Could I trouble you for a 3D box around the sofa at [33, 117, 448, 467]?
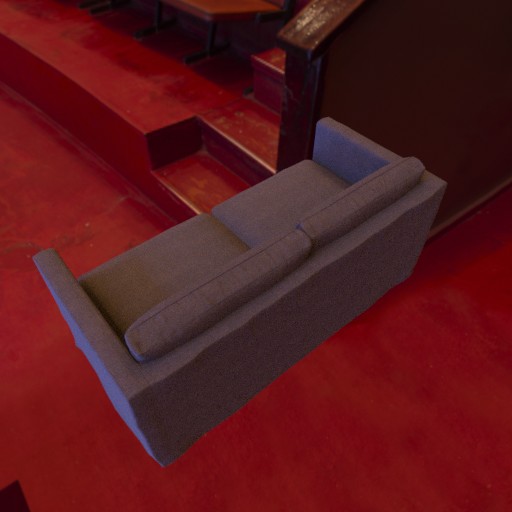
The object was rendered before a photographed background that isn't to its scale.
[{"bbox_3d":[0.000,0.000,2.432,1.982,0.855,0.953,-31,54,-26],"label":"sofa"}]
